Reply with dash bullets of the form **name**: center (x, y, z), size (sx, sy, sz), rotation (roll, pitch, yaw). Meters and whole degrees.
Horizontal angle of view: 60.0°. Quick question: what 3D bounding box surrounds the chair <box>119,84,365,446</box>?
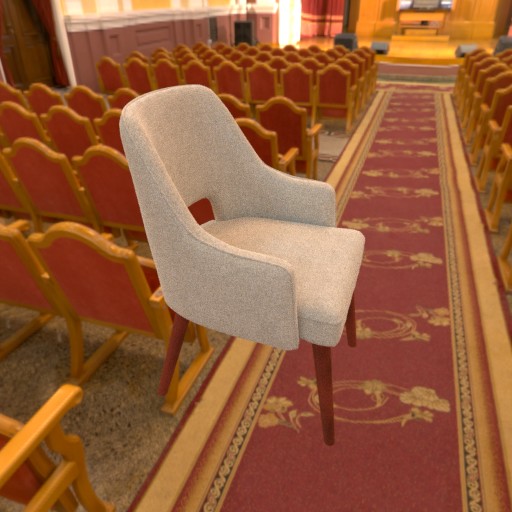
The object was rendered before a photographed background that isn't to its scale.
- **chair**: center (0.000, 0.000, 1.259), size (0.605, 0.849, 0.548), rotation (10, 32, 16)
